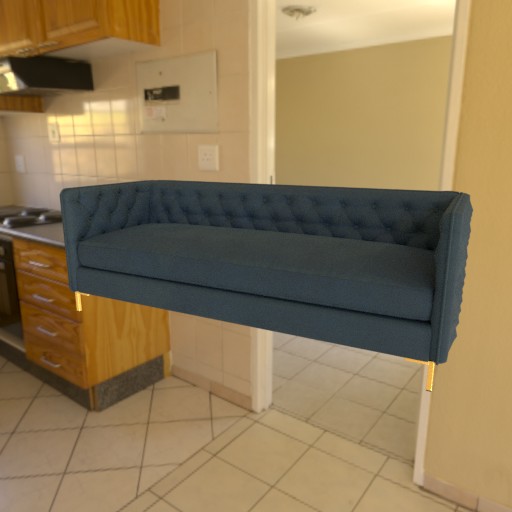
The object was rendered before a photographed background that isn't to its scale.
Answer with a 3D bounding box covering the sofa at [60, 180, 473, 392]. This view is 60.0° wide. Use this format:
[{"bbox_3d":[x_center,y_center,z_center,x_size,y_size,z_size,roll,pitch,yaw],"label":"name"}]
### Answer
[{"bbox_3d":[0.000,0.000,2.582,2.209,0.771,0.895,7,15,26],"label":"sofa"}]
